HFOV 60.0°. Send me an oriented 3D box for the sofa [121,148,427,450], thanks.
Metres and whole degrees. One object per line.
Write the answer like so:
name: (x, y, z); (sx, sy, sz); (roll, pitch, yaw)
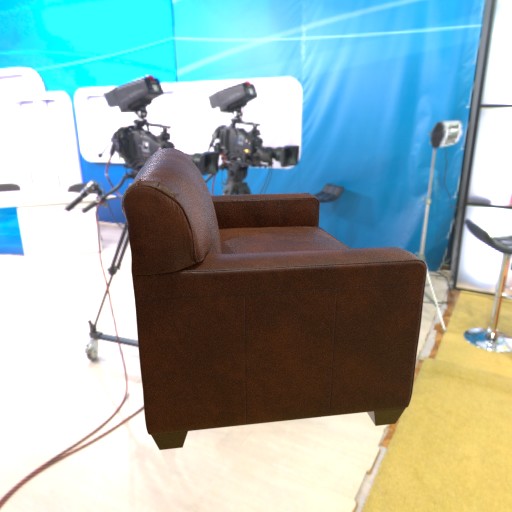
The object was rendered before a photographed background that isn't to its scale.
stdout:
sofa: (0.000, 0.000, 2.072); (1.000, 0.956, 1.413); (-3, 18, -9)
